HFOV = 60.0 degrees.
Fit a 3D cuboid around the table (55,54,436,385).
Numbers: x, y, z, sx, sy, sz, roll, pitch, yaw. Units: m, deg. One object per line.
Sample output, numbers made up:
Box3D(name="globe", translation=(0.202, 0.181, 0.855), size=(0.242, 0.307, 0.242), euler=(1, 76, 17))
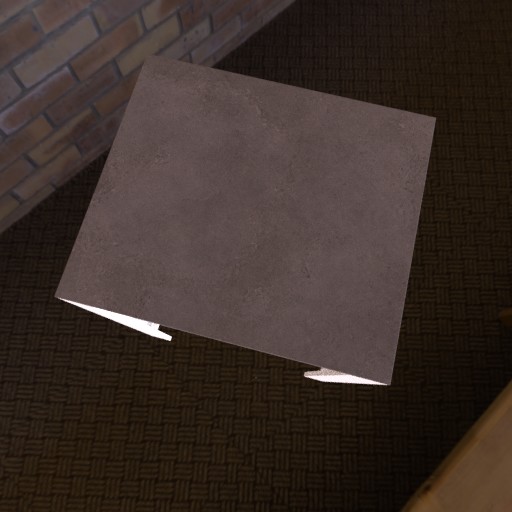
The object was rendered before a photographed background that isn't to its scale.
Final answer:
Box3D(name="table", translation=(0.000, 0.000, 1.598), size=(0.800, 1.020, 0.700), euler=(14, 75, 4))
